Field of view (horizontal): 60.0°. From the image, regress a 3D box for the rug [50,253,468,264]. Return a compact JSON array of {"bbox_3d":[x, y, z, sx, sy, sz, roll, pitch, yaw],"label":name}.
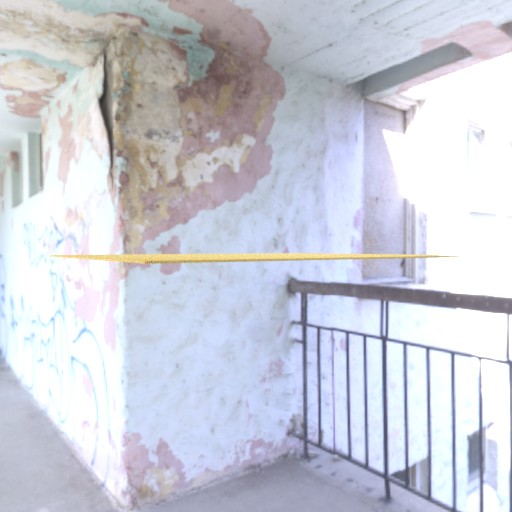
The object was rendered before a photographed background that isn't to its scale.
[{"bbox_3d":[0.000,0.000,4.329,3.242,0.015,2.486,-1,1,-36],"label":"rug"}]
